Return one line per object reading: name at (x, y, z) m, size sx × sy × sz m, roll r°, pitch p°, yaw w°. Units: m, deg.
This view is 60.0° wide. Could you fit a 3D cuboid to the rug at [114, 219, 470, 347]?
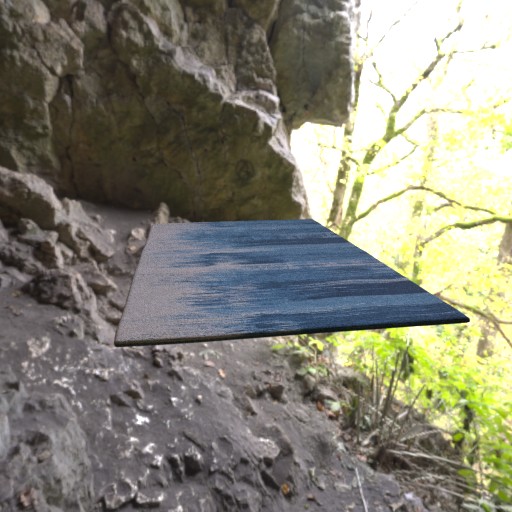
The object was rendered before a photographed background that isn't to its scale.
rug at (0.000, 0.000, 2.985) m, size 1.540 × 0.027 × 2.450 m, roll -2°, pitch 15°, yaw -9°
